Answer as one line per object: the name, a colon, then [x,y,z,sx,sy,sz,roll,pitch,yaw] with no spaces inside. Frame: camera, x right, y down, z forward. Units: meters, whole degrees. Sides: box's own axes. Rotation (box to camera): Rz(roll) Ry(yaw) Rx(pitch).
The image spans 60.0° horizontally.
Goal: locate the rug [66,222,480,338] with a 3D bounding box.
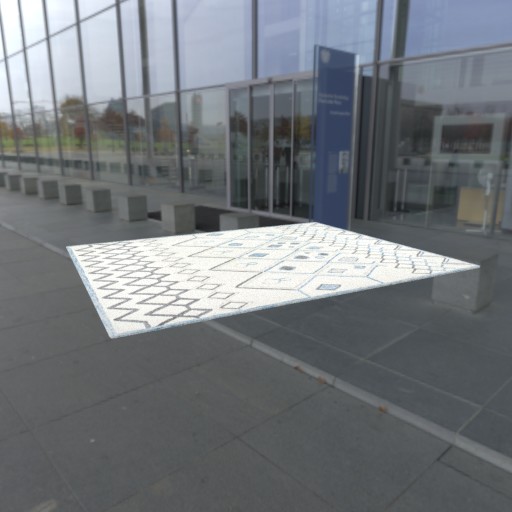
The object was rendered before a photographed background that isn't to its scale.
rug: [0.000,0.000,4.126,3.056,0.013,2.441,-7,16,-27]
